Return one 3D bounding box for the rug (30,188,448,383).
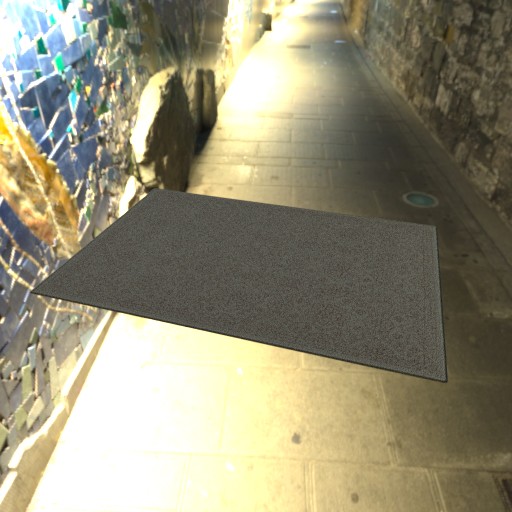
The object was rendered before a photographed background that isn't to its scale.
[{"bbox_3d":[0.000,0.000,2.318,1.829,0.010,1.219,9,34,14],"label":"rug"}]
